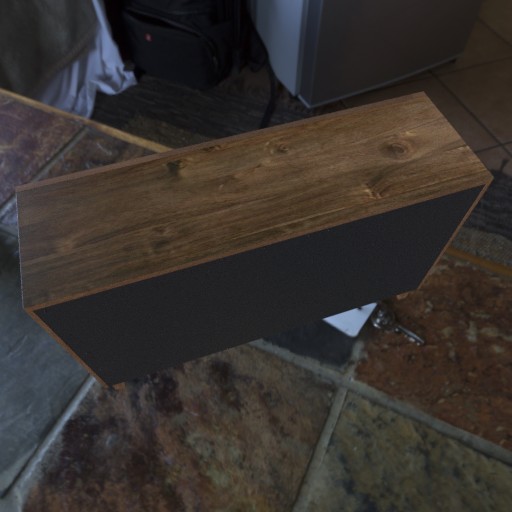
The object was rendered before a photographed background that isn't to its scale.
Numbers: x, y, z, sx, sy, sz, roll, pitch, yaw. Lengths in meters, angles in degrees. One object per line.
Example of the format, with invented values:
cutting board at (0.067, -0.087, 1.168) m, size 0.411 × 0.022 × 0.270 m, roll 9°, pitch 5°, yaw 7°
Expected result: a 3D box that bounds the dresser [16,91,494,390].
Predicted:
dresser at (0.000, 0.000, 1.727) m, size 1.400 × 0.873 × 0.446 m, roll -16°, pitch 59°, yaw -10°
